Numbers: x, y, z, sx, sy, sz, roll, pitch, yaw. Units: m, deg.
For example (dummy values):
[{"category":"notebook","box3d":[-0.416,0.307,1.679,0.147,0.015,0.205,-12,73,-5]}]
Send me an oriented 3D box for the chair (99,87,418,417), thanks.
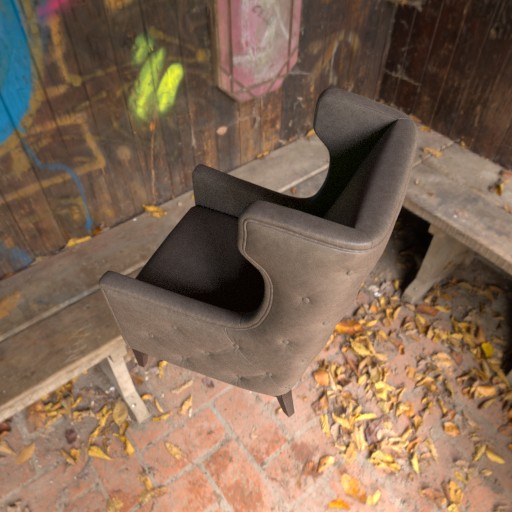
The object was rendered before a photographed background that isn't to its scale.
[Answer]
[{"category":"chair","box3d":[0.000,0.000,1.669,0.899,1.079,0.769,17,50,15]}]
